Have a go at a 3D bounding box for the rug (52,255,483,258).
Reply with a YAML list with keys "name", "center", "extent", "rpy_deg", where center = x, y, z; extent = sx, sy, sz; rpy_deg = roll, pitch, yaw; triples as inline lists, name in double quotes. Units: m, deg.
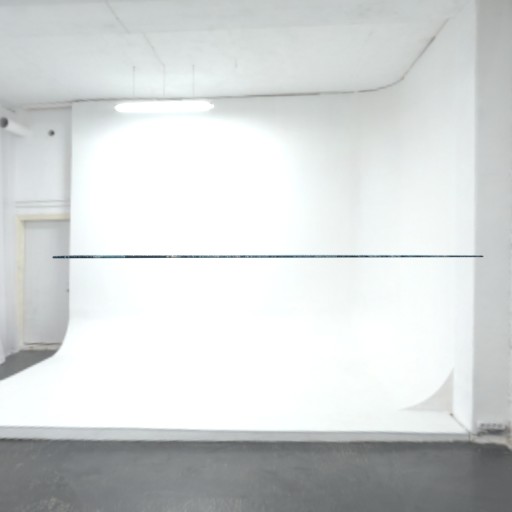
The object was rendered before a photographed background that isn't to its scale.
- name: "rug"
  center: [0.000, 0.000, 2.345]
  extent: [1.836, 0.009, 1.232]
  rpy_deg: [0, 0, -18]
